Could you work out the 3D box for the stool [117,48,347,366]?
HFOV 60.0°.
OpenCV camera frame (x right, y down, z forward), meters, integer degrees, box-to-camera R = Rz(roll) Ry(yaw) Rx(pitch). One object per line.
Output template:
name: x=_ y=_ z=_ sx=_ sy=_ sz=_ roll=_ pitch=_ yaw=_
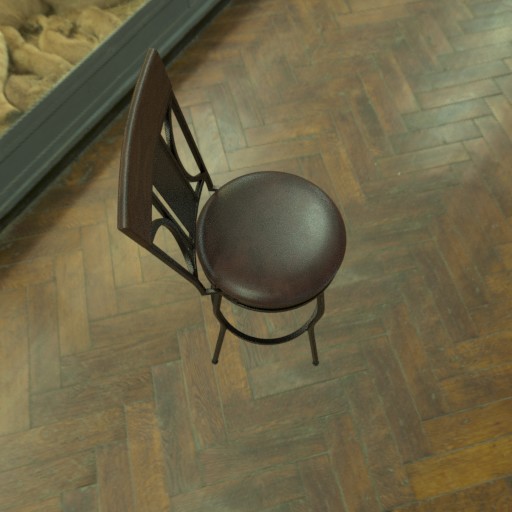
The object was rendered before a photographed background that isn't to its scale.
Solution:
stool: x=0.000 y=0.000 z=1.365 sx=0.513 sy=1.130 sz=0.448 roll=1 pitch=64 yaw=0
